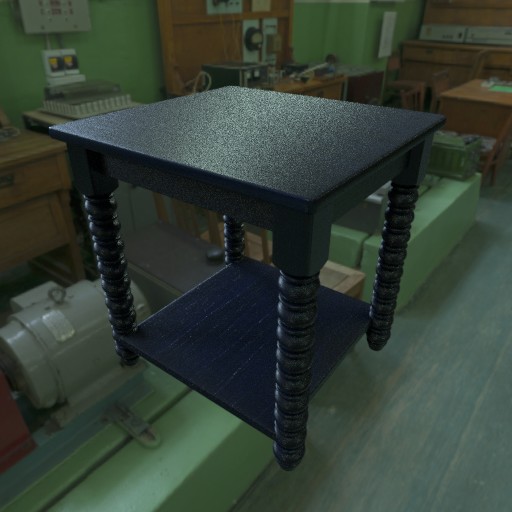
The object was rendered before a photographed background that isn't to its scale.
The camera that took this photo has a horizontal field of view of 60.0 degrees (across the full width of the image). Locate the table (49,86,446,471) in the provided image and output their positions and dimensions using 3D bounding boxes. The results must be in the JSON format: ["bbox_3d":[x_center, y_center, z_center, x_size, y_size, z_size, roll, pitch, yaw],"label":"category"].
[{"bbox_3d":[0.000,0.000,0.944,0.533,0.567,0.500,21,36,31],"label":"table"}]
